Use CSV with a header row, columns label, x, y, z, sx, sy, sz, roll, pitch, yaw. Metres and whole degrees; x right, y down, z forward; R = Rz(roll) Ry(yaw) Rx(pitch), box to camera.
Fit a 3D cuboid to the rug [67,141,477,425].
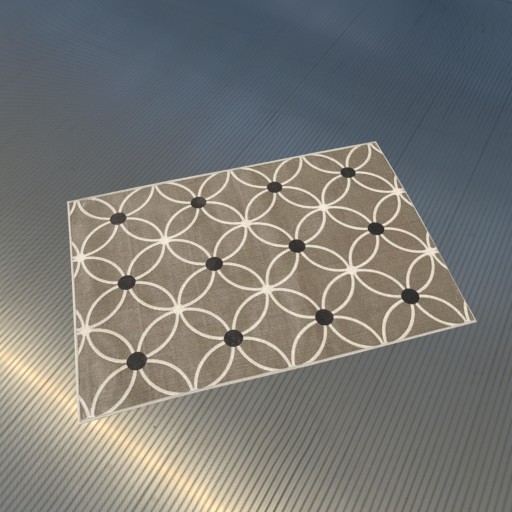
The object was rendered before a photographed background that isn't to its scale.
label,x,y,z,sx,sy,sz,roll,pitch,yaw
rug,0.000,0.000,2.812,2.284,0.008,1.522,-13,59,-8
